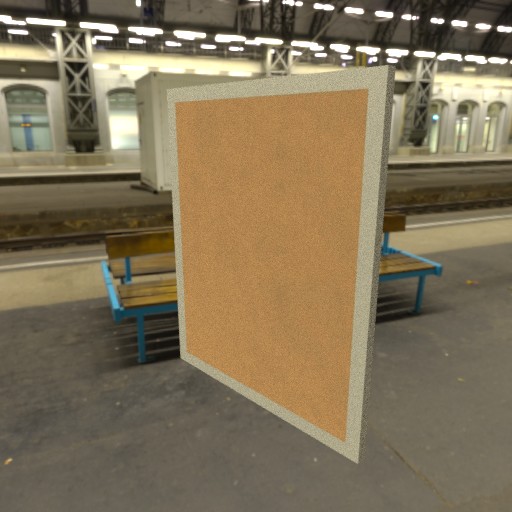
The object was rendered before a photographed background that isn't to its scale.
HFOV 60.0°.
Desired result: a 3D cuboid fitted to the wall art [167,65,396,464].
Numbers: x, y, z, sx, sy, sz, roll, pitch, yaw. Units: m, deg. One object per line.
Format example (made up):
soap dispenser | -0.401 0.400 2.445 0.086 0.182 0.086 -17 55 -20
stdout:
wall art | 0.000 0.000 1.096 0.026 0.811 0.661 -15 22 -43
